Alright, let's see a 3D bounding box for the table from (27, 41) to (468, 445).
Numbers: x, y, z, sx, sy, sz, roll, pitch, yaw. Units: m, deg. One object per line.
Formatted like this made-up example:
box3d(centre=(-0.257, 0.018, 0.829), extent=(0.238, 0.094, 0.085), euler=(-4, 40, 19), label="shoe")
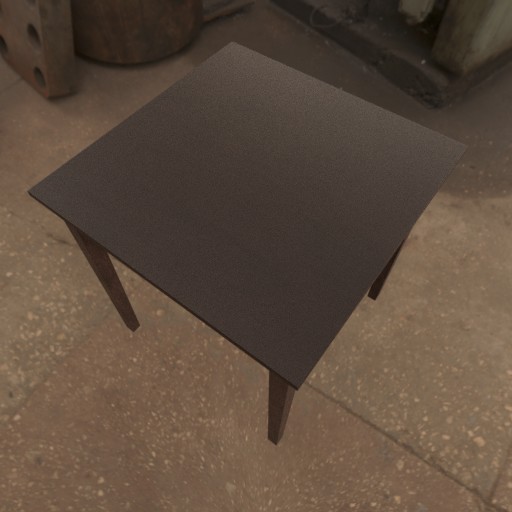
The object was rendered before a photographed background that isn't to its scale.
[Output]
box3d(centre=(0.000, 0.000, 1.377), extent=(0.749, 0.770, 0.749), euler=(32, 63, 19), label="table")
